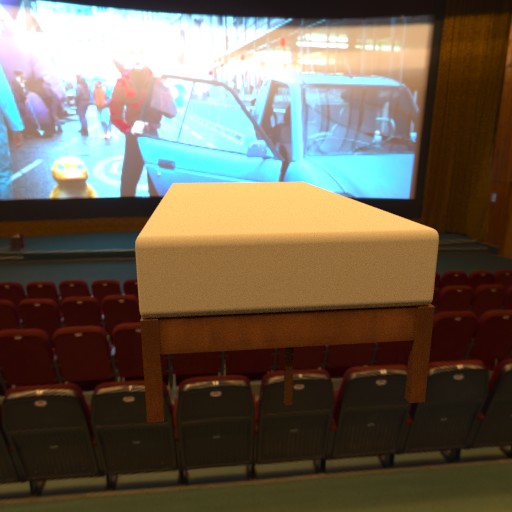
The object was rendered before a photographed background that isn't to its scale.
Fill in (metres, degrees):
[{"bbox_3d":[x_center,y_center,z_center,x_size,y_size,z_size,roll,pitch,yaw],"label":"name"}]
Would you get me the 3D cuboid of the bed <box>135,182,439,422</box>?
[{"bbox_3d":[0.000,0.000,2.341,0.961,0.616,1.902,-2,14,-7],"label":"bed"}]
